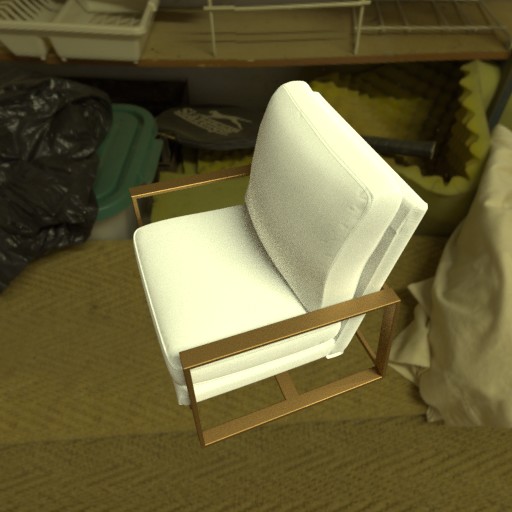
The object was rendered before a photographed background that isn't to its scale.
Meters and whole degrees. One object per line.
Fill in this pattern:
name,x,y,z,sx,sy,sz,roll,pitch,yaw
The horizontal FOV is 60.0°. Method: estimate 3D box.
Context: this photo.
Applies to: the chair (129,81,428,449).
chair,0.000,0.000,1.588,0.813,0.966,0.805,-16,50,-14
